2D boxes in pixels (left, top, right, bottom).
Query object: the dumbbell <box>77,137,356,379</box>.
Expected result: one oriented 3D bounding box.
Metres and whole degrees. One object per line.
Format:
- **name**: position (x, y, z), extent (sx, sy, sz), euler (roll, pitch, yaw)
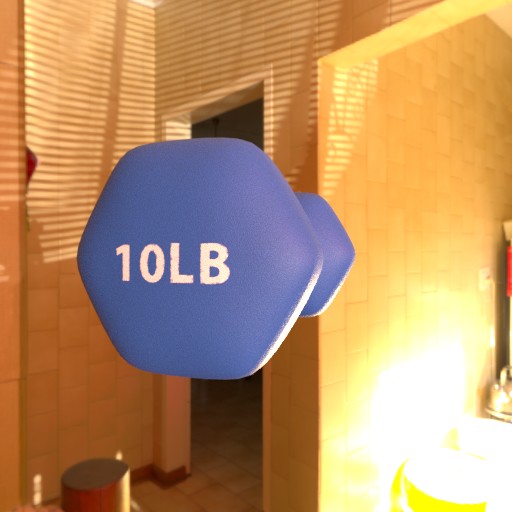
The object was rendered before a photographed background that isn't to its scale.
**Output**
- **dumbbell**: position (0.000, 0.000, 0.259), extent (0.103, 0.093, 0.212), euler (0, 1, 18)
